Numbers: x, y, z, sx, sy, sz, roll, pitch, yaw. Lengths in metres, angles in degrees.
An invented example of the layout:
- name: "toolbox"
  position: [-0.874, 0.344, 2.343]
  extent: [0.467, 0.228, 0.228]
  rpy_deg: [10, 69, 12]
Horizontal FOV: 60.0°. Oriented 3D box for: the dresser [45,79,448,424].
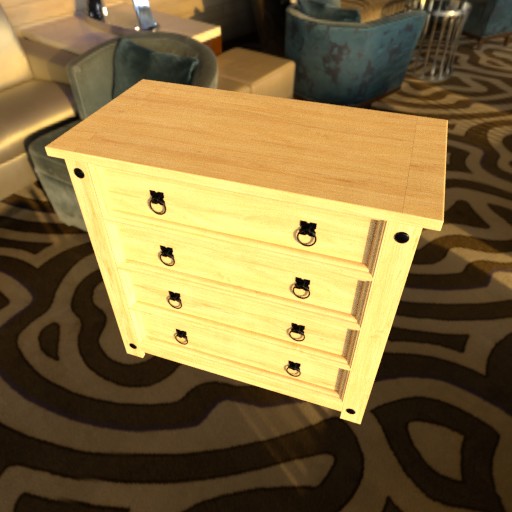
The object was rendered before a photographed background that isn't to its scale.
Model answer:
- name: "dresser"
  position: [0.000, 0.000, 1.222]
  extent: [0.800, 0.730, 0.410]
  rpy_deg: [13, 43, 14]
